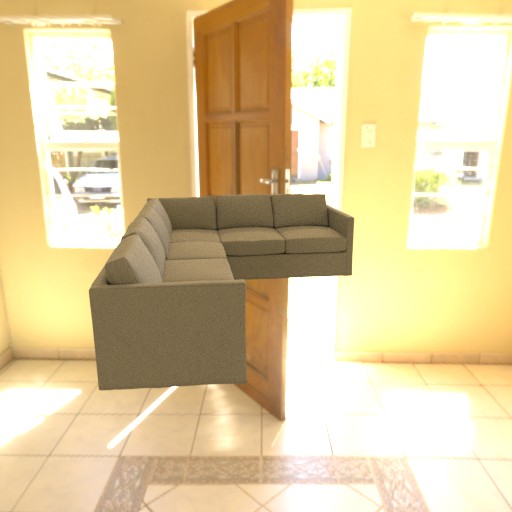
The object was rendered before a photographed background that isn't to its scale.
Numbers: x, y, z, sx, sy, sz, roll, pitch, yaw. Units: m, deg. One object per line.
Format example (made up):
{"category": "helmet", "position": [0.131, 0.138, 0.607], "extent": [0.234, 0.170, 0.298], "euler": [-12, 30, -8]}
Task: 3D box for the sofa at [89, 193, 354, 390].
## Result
{"category": "sofa", "position": [0.000, 0.000, 4.302], "extent": [2.432, 0.871, 3.182], "euler": [-2, 15, -8]}
